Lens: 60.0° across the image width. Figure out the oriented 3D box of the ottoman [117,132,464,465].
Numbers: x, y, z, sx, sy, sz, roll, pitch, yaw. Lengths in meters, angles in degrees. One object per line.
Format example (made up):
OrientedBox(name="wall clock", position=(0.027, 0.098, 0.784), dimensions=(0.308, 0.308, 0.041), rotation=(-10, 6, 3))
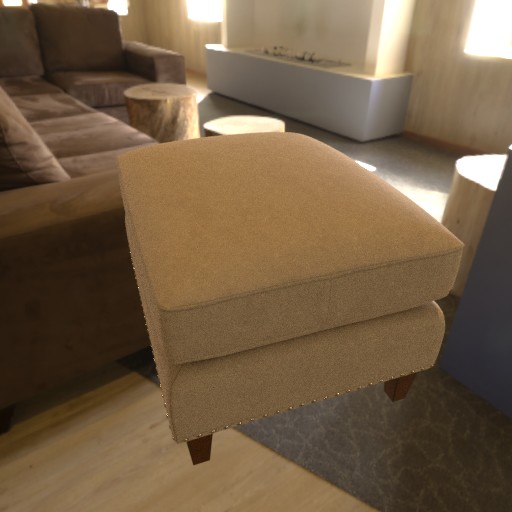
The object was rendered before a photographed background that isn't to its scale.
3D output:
OrientedBox(name="ottoman", position=(0.000, 0.000, 1.114), dimensions=(0.584, 0.513, 0.741), rotation=(-11, 33, -17))
